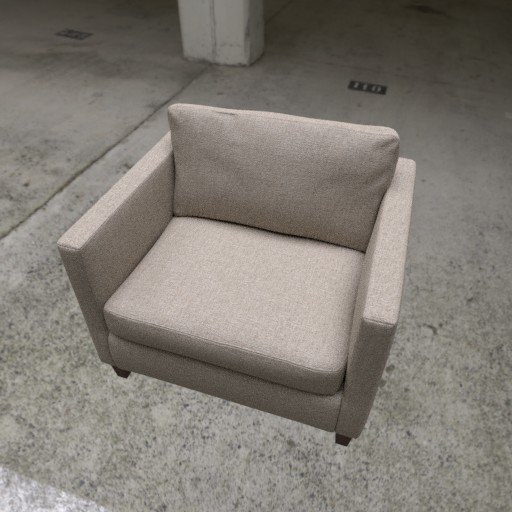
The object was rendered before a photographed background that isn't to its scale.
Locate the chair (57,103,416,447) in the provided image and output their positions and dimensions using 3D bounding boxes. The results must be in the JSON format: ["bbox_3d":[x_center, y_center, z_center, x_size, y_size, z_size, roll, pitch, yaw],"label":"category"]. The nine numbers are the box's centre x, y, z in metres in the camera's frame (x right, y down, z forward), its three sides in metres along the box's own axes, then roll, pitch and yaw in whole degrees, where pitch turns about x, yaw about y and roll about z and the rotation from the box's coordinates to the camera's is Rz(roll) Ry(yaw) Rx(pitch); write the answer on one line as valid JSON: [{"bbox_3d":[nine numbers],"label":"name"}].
[{"bbox_3d":[0.000,0.000,1.791,1.107,0.961,0.959,12,43,13],"label":"chair"}]
